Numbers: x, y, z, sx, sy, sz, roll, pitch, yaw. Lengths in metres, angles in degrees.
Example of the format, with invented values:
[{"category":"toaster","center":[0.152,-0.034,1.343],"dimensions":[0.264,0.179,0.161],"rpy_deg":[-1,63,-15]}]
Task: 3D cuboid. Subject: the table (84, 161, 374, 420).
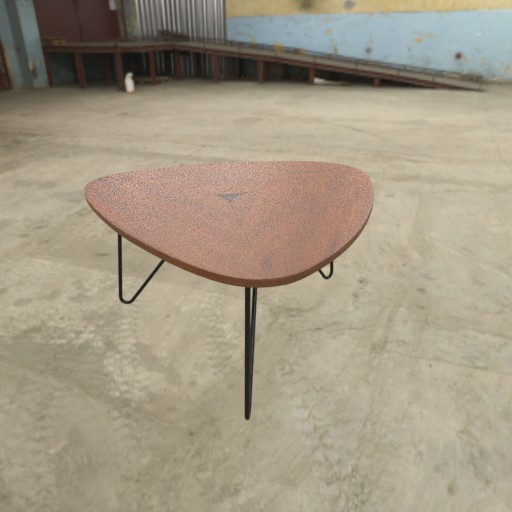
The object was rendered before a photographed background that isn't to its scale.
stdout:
[{"category":"table","center":[0.000,0.000,1.339],"dimensions":[0.821,0.413,0.833],"rpy_deg":[-21,33,-35]}]
